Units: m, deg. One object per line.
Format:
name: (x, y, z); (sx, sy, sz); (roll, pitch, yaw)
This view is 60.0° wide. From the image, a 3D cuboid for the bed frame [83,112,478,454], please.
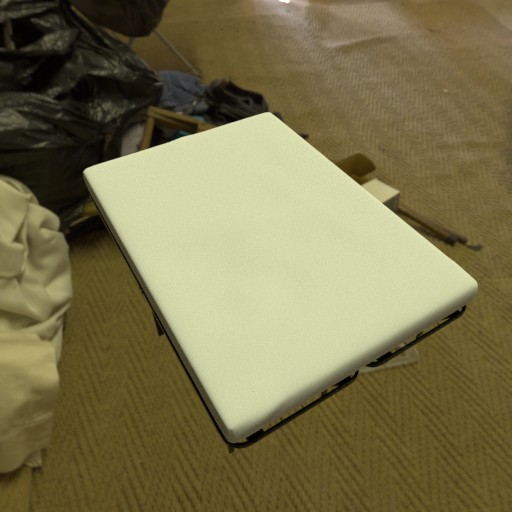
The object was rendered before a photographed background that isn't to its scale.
bed frame: (0.000, 0.000, 2.590); (1.372, 0.637, 1.905); (-24, 51, -21)
